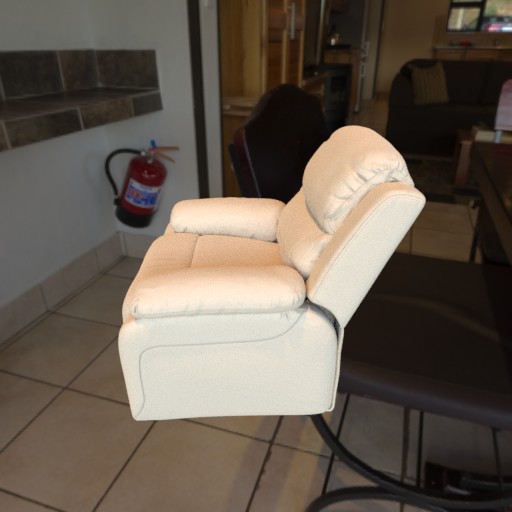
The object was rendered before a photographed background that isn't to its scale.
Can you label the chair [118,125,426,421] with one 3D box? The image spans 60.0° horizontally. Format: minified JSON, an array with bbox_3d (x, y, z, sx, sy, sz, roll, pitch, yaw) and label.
[{"bbox_3d":[0.000,0.000,1.281,0.709,0.702,0.680,0,26,-1],"label":"chair"}]
